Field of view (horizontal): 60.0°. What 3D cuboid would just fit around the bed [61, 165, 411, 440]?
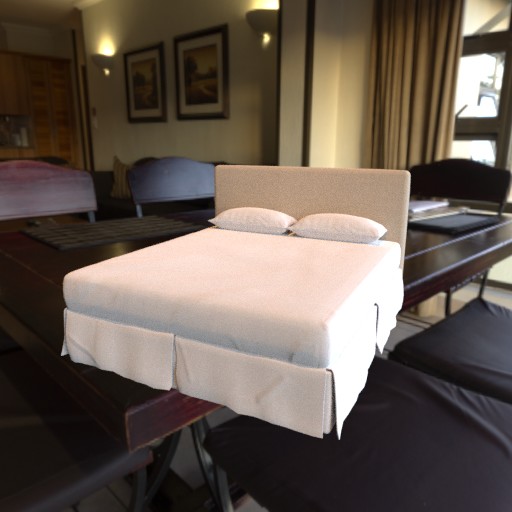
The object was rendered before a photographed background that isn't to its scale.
[{"bbox_3d":[0.000,0.000,3.617,2.119,1.317,2.319,7,16,26],"label":"bed"}]
